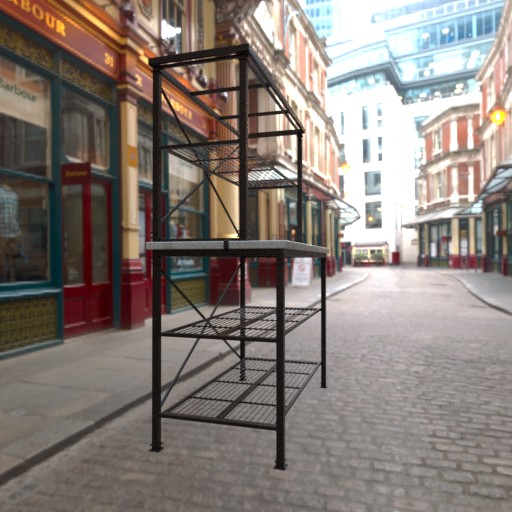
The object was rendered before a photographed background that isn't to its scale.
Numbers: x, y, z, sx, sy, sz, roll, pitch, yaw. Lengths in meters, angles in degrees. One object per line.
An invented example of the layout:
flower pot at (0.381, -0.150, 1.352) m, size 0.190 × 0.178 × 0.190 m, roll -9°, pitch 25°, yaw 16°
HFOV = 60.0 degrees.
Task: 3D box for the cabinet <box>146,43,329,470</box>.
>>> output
cabinet at (0.000, 0.000, 2.344) m, size 0.610 × 1.659 × 1.210 m, roll 0°, pitch -1°, yaw 17°
